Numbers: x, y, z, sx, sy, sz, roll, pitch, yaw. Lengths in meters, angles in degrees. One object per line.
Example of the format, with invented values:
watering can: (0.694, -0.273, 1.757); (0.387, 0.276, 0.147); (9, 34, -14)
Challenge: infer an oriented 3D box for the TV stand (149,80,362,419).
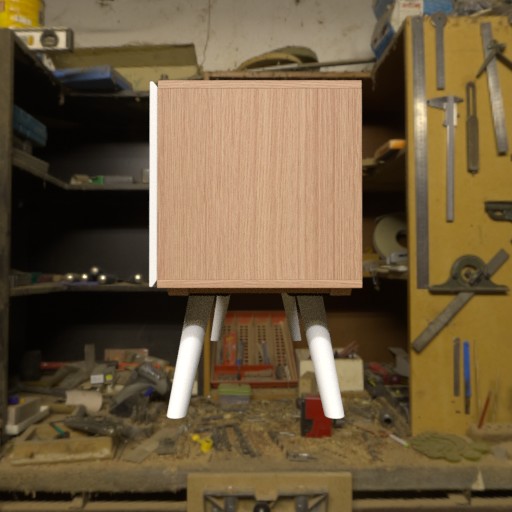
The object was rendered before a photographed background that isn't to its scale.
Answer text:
TV stand: (0.000, 0.000, 1.340); (0.407, 0.660, 0.991); (0, -1, 0)
